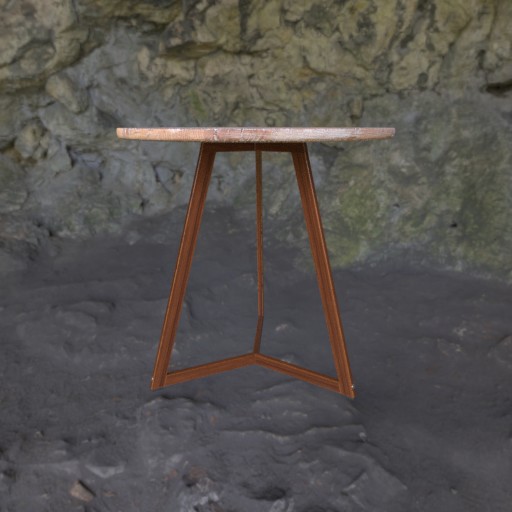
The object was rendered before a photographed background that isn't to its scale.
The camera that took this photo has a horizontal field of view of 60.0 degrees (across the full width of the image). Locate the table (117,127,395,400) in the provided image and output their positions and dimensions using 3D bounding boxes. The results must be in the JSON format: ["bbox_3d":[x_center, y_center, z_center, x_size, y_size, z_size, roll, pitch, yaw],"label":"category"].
[{"bbox_3d":[0.000,0.000,0.900,0.500,0.500,0.500,0,16,0],"label":"table"}]
